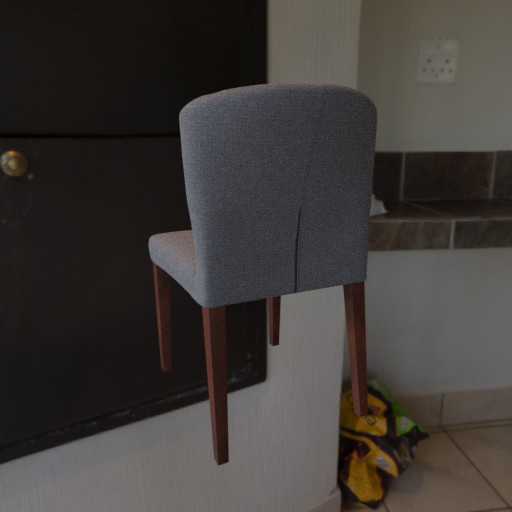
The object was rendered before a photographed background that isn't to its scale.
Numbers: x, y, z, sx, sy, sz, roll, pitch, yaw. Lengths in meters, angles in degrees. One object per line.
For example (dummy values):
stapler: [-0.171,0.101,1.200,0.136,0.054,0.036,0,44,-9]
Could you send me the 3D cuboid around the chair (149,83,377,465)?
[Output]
chair: [0.000,0.000,1.227,0.491,0.839,0.589,-7,16,-26]
